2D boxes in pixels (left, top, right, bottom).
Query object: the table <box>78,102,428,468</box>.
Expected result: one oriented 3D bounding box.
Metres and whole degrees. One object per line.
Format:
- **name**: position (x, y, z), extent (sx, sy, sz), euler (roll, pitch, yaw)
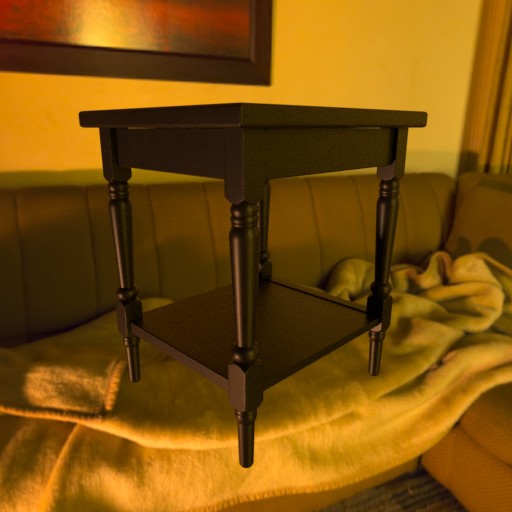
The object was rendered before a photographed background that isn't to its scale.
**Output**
- **table**: position (0.000, 0.000, 0.910), extent (0.488, 0.565, 0.442), euler (-16, 22, -42)
